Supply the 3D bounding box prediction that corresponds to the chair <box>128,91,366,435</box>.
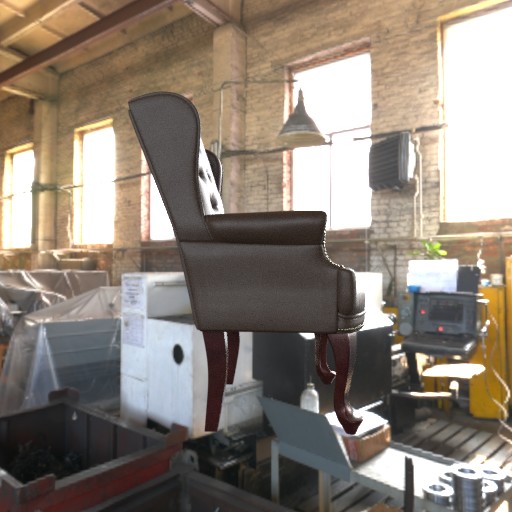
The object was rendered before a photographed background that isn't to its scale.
[{"bbox_3d":[0.000,0.000,1.717,0.819,1.132,0.829,0,-2,2],"label":"chair"}]
